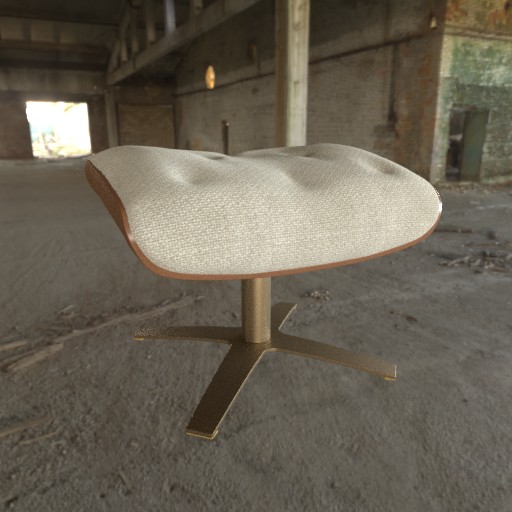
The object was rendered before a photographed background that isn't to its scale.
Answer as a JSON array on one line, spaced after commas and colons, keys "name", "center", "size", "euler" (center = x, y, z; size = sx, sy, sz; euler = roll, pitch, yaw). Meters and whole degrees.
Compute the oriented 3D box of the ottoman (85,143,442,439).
[{"name": "ottoman", "center": [0.000, 0.000, 0.806], "size": [0.520, 0.391, 0.394], "euler": [-8, 17, -26]}]
